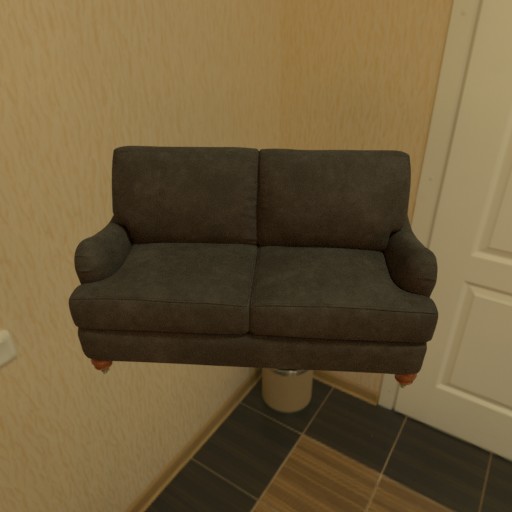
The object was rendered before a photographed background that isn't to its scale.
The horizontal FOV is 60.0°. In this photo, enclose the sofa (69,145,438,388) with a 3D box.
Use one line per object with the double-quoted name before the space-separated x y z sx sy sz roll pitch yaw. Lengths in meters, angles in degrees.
"sofa" 0.000 0.000 2.567 1.853 1.101 1.084 2 29 3
